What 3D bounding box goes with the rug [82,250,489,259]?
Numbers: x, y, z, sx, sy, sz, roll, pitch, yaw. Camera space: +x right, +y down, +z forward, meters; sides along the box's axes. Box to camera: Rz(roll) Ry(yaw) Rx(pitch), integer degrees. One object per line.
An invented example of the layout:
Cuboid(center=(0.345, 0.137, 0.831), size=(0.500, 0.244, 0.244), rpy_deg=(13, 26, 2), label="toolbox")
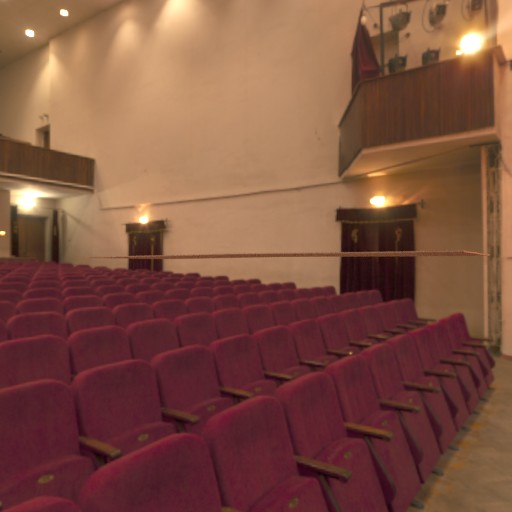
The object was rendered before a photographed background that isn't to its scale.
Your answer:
Cuboid(center=(0.000, 0.000, 2.610), size=(2.390, 0.014, 0.741), rpy_deg=(-1, -1, 35), label="rug")
